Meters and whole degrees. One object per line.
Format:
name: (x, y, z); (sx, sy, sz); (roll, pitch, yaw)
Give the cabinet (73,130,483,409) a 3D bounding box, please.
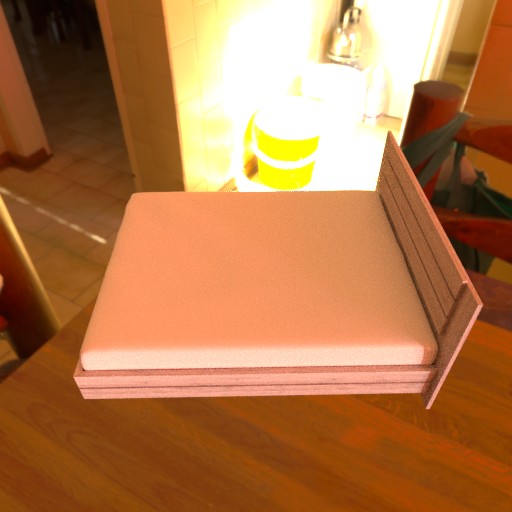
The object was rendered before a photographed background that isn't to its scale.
cabinet: (0.000, 0.000, 3.009); (2.080, 0.970, 1.750); (-1, 42, -1)
